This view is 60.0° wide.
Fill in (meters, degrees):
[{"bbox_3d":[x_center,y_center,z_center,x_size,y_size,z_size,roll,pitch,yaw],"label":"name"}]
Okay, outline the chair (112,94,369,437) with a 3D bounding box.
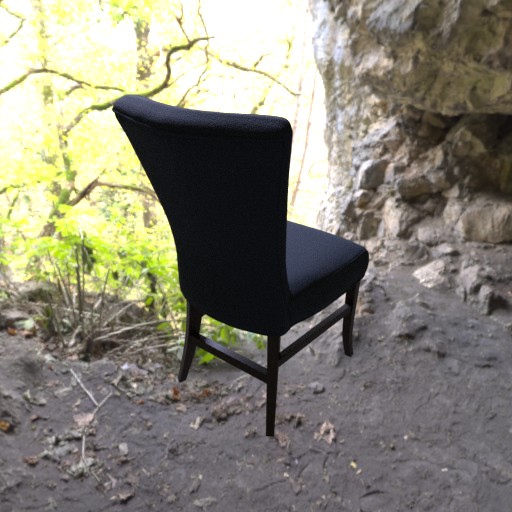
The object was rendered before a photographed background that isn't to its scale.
[{"bbox_3d":[0.000,0.000,1.400,0.520,0.991,0.660,20,35,31],"label":"chair"}]
